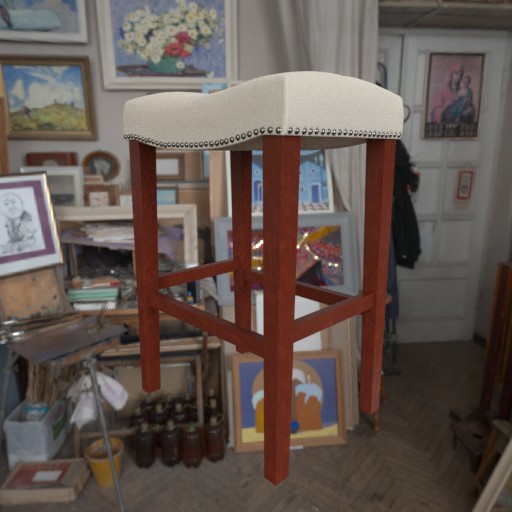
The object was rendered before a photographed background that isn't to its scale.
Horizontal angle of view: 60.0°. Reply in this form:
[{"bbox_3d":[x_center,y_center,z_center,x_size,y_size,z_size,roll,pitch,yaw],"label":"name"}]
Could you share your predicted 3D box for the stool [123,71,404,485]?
[{"bbox_3d":[0.000,0.000,1.029,0.372,0.742,0.504,-13,18,-43],"label":"stool"}]
